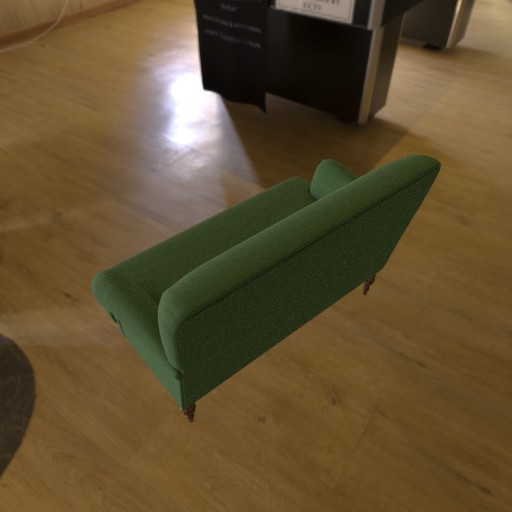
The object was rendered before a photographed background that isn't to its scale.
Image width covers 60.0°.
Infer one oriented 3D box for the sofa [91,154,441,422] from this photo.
[{"bbox_3d":[0.000,0.000,1.898,1.297,0.889,0.779,-30,53,-26],"label":"sofa"}]
